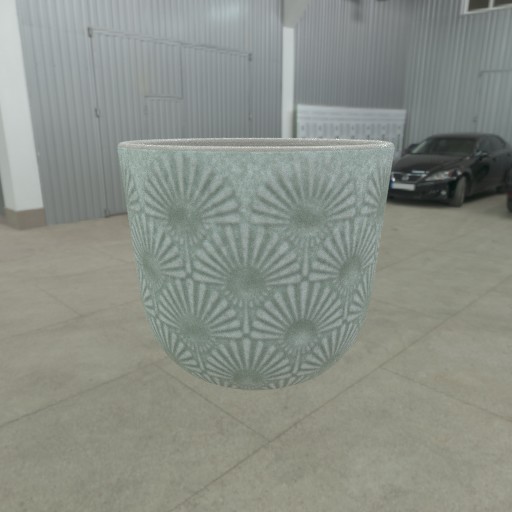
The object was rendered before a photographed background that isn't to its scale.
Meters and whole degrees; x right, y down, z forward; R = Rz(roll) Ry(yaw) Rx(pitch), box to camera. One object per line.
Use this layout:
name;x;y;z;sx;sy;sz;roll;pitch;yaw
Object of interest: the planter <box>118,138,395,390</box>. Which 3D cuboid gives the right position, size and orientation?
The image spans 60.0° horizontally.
planter;0.000;0.000;0.303;0.170;0.152;0.170;0;16;0
